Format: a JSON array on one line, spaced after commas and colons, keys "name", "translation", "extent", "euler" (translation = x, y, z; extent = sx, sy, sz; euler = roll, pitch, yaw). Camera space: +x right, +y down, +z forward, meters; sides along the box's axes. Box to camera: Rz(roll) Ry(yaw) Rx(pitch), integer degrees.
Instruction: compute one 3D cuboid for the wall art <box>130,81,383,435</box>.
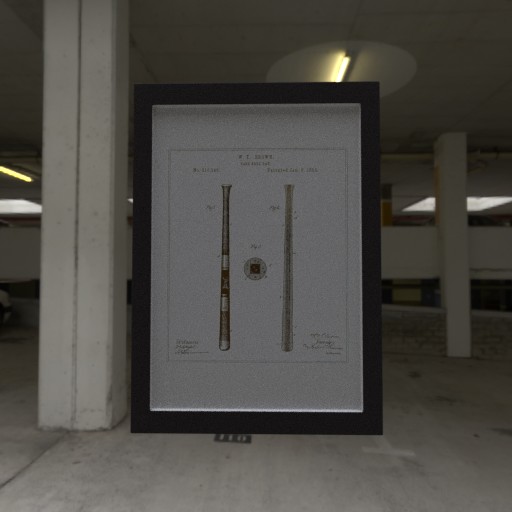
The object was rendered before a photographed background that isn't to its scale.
[{"name": "wall art", "translation": [0.000, 0.000, 0.670], "extent": [0.374, 0.529, 0.012], "euler": [0, -2, 1]}]
